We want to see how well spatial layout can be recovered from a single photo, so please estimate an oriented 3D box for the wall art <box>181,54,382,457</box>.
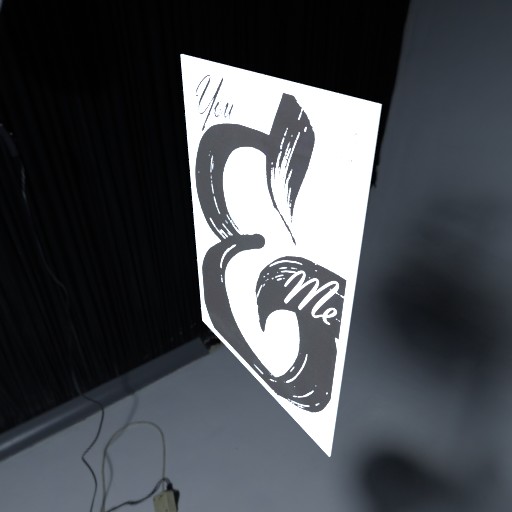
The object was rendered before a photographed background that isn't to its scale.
[{"bbox_3d":[0.000,0.000,0.788,0.003,0.609,0.457,-20,37,-29],"label":"wall art"}]
